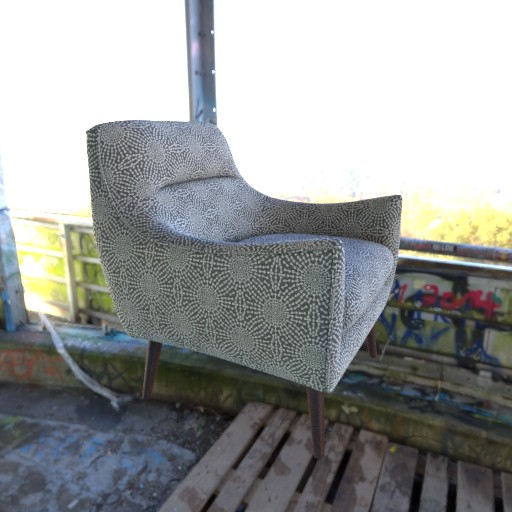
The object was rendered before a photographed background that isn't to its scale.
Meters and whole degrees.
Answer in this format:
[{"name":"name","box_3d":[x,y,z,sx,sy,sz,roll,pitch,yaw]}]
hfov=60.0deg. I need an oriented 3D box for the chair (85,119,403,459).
[{"name":"chair","box_3d":[0.000,0.000,1.422,0.787,0.838,0.762,8,18,26]}]
